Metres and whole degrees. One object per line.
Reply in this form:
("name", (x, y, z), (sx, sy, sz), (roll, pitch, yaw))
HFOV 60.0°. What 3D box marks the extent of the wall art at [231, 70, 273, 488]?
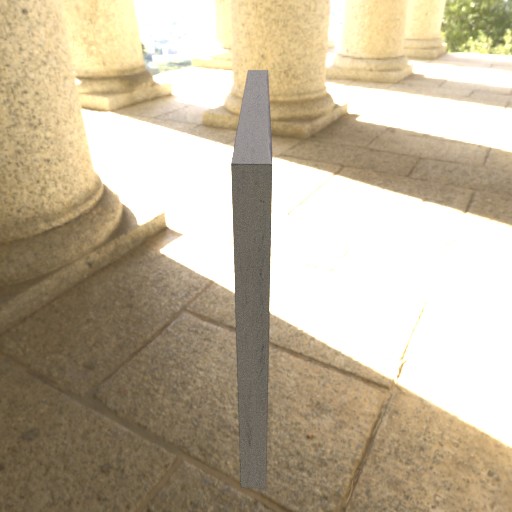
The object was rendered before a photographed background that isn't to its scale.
("wall art", (0.000, 0.000, 0.750), (0.038, 0.508, 0.508), (0, 32, 1))
